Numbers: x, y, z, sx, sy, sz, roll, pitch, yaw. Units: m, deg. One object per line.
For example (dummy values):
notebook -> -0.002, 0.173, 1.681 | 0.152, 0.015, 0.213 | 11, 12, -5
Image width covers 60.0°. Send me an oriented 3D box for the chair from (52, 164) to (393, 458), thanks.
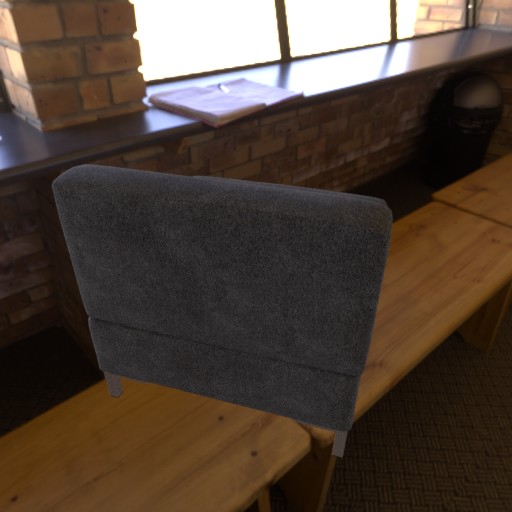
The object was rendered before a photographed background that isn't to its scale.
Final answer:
chair -> 0.000, 0.000, 1.239 | 0.680, 0.660, 0.680 | 9, 35, 14
